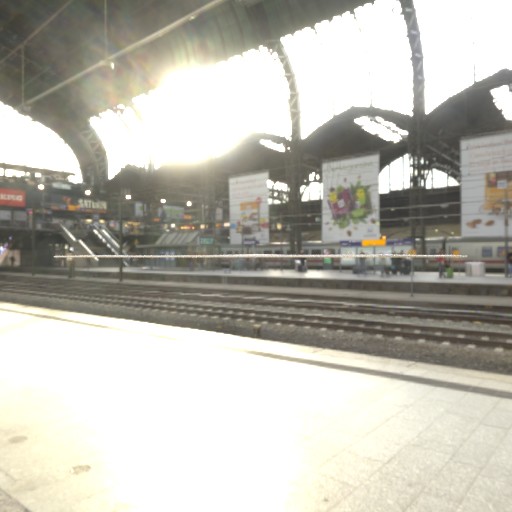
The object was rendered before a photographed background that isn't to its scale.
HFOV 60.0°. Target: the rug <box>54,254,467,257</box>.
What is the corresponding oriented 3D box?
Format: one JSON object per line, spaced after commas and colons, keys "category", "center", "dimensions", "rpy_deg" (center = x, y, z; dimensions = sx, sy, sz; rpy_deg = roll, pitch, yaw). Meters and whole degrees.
{"category": "rug", "center": [0.000, 0.000, 2.352], "dimensions": [1.825, 0.015, 1.232], "rpy_deg": [0, 0, 37]}
